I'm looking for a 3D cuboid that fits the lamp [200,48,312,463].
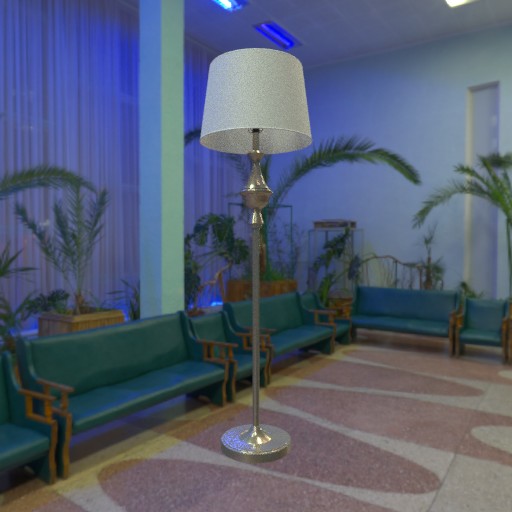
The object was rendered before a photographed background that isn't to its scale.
[{"bbox_3d":[0.000,0.000,1.715,0.431,1.488,0.431,0,1,0],"label":"lamp"}]
